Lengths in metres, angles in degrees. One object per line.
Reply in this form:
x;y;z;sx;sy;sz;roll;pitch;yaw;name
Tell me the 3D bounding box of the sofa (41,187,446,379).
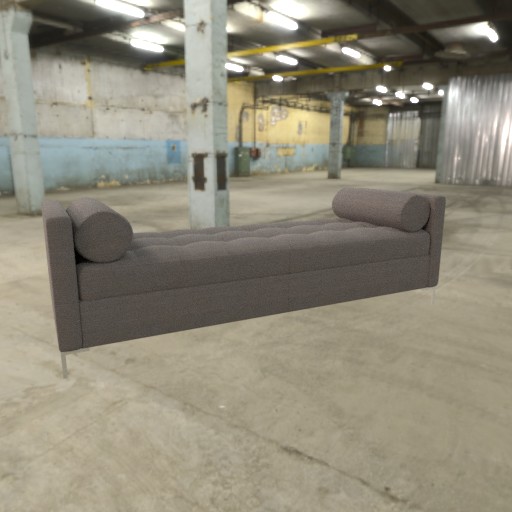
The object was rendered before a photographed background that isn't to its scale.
0.000;0.000;2.336;1.981;0.635;0.686;-6;14;-26;sofa
